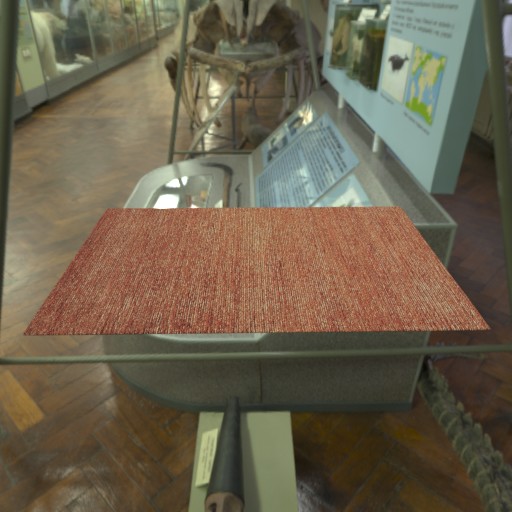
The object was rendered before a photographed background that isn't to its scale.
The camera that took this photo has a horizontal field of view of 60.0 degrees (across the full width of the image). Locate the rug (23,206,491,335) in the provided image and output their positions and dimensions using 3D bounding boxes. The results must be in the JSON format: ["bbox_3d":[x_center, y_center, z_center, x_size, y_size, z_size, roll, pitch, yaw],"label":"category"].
[{"bbox_3d":[0.000,0.000,2.140,1.747,0.011,1.139,-1,30,-1],"label":"rug"}]
